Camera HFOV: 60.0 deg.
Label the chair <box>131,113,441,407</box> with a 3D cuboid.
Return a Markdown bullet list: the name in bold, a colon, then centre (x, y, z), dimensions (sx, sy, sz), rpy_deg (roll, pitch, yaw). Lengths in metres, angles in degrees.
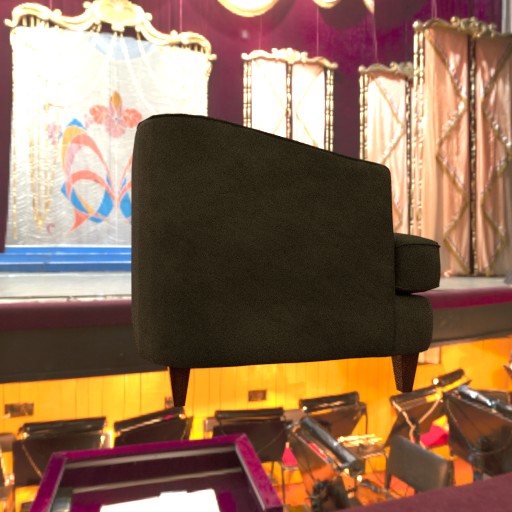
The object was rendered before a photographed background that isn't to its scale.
- **chair**: centre (0.000, 0.000, 1.753), dimensions (0.941, 0.852, 1.104), rpy_deg (0, 1, -17)
